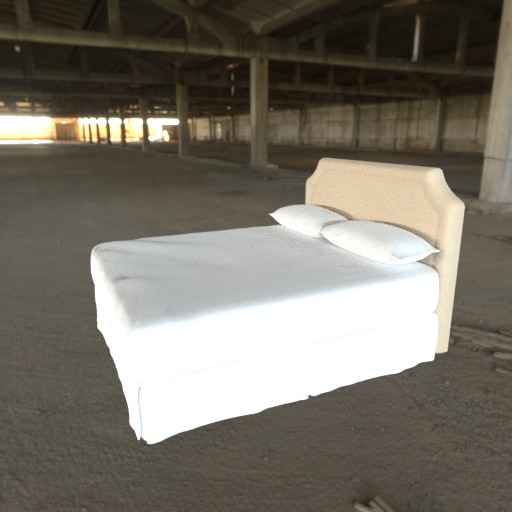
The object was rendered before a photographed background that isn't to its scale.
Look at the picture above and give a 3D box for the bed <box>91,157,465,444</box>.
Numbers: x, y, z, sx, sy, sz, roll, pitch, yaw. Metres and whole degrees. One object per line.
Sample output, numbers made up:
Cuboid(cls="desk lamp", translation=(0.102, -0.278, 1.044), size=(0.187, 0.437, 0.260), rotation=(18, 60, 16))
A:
Cuboid(cls="bed", translation=(0.000, 0.000, 3.826), size=(2.548, 1.524, 2.134), rotation=(-8, 17, -25))
